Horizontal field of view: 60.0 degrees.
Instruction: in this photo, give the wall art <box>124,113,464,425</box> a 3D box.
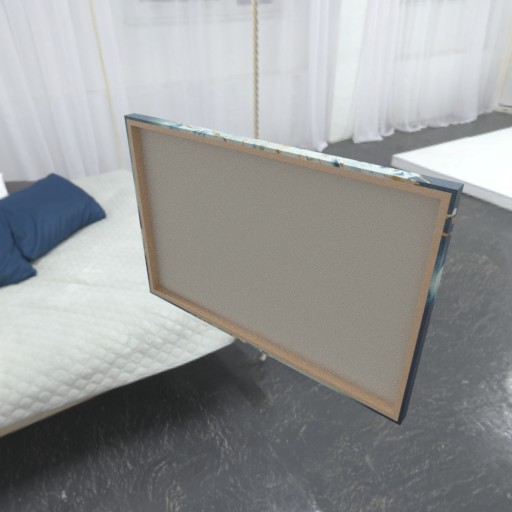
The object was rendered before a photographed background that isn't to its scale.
[{"bbox_3d":[0.000,0.000,1.173,0.912,0.608,0.038,21,37,32],"label":"wall art"}]
